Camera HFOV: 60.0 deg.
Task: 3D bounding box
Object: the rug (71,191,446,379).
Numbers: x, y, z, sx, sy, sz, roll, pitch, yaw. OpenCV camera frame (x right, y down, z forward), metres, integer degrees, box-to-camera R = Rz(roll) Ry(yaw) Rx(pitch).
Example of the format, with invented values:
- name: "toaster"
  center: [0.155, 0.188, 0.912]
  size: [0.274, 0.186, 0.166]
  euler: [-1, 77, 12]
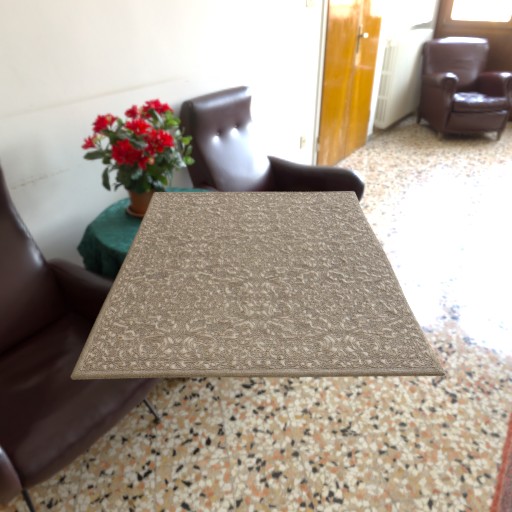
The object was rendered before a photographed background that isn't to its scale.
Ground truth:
- name: "rug"
  center: [0.000, 0.000, 4.186]
  size: [2.472, 0.035, 3.017]
  euler: [0, 32, -1]
